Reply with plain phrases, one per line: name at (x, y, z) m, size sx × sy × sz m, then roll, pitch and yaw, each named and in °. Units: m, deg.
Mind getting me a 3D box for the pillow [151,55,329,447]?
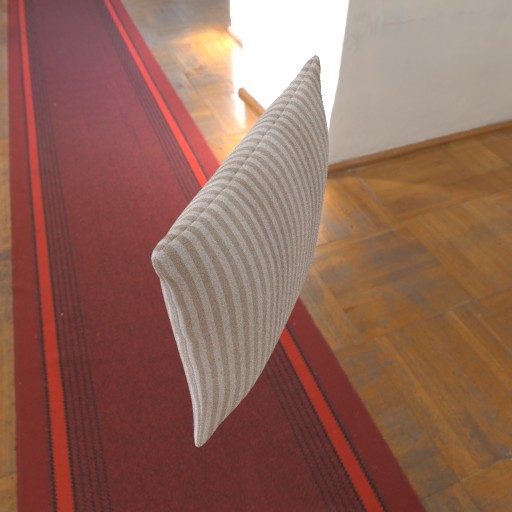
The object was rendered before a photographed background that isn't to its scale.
pillow at (0.000, 0.000, 0.777) m, size 0.166 × 0.510 × 0.523 m, roll 17°, pitch 49°, yaw 16°
